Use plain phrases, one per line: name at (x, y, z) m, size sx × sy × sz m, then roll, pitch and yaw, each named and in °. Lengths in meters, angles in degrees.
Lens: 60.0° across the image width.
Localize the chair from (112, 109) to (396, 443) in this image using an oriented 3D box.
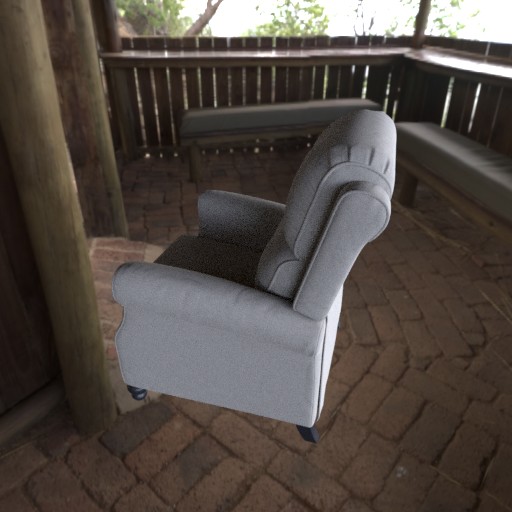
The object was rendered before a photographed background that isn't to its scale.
chair at (0.000, 0.000, 1.717) m, size 0.919 × 1.046 × 0.859 m, roll 8°, pitch 30°, yaw 14°
